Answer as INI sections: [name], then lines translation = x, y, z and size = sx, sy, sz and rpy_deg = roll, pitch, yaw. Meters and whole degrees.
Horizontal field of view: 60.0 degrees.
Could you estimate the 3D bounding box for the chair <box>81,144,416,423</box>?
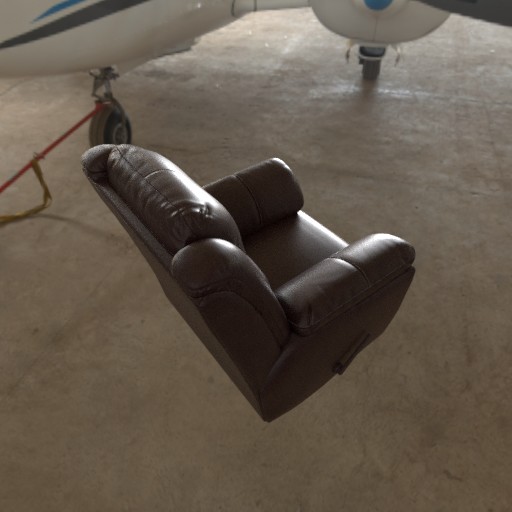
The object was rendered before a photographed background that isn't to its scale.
[chair]
translation = 0.000, 0.000, 1.933
size = 1.041, 1.093, 0.990
rpy_deg = -25, 47, -26
